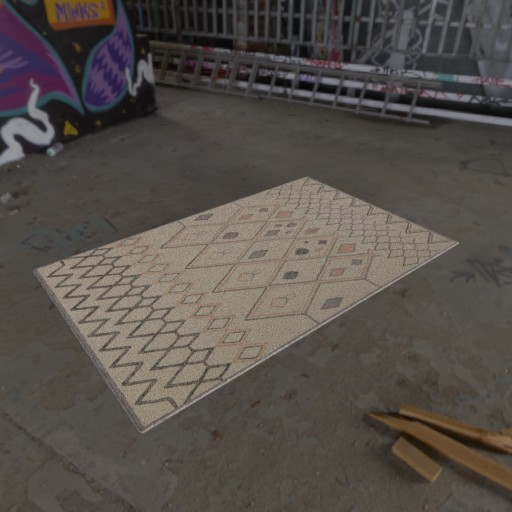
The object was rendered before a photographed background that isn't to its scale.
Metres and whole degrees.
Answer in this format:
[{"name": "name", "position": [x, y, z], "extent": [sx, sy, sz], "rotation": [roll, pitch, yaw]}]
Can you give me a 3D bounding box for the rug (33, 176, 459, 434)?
[{"name": "rug", "position": [0.000, 0.000, 2.972], "extent": [2.438, 0.015, 1.524], "rotation": [-24, 40, -32]}]
